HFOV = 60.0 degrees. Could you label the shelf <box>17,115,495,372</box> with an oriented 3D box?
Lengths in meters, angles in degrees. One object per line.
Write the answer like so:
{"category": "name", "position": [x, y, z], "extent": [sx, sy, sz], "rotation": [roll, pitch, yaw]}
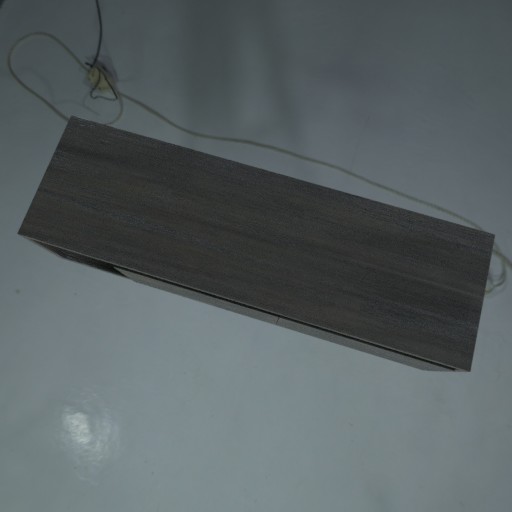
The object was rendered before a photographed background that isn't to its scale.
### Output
{"category": "shelf", "position": [0.000, 0.000, 1.495], "extent": [1.300, 0.495, 0.400], "rotation": [17, 77, 4]}
